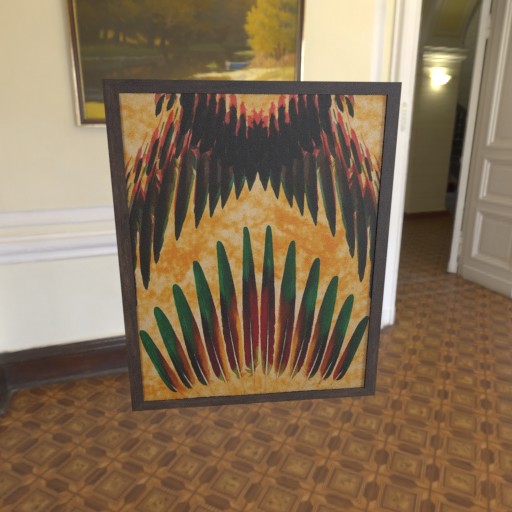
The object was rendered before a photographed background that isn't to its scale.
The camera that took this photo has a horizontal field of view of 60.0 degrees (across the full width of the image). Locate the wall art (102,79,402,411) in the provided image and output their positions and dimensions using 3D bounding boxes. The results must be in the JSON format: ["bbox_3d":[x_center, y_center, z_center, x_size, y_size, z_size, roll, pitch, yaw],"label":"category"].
[{"bbox_3d":[0.000,0.000,0.553,0.329,0.406,0.027,-2,16,-6],"label":"wall art"}]
